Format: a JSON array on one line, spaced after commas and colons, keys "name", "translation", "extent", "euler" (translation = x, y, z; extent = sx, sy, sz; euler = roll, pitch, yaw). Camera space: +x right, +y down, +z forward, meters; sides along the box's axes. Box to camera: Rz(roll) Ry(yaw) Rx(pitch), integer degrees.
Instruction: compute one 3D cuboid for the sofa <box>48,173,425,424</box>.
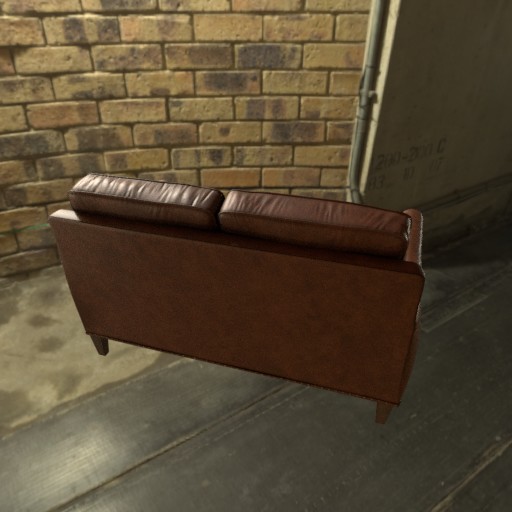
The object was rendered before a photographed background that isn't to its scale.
[{"name": "sofa", "translation": [0.000, 0.000, 2.263], "extent": [1.628, 1.003, 1.083], "euler": [9, 32, 15]}]
